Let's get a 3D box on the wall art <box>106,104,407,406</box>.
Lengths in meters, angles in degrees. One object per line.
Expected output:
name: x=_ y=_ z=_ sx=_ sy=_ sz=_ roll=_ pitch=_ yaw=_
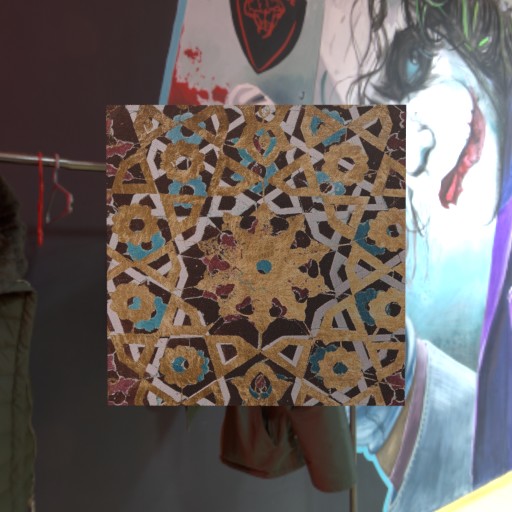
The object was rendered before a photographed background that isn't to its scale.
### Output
wall art: x=0.000 y=0.000 z=0.604 sx=0.404 sy=0.406 sz=0.010 roll=0 pitch=1 yaw=0
